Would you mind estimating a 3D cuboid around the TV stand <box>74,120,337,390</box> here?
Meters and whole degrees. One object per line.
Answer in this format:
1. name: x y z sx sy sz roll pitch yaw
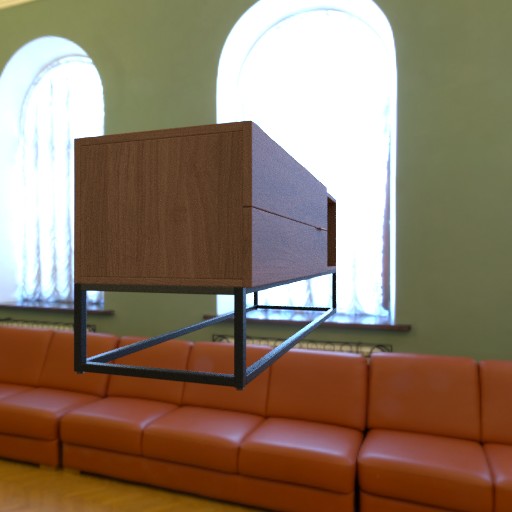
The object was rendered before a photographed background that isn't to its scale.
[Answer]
1. TV stand: 0.000 0.000 1.443 0.415 0.500 1.200 0 0 19
